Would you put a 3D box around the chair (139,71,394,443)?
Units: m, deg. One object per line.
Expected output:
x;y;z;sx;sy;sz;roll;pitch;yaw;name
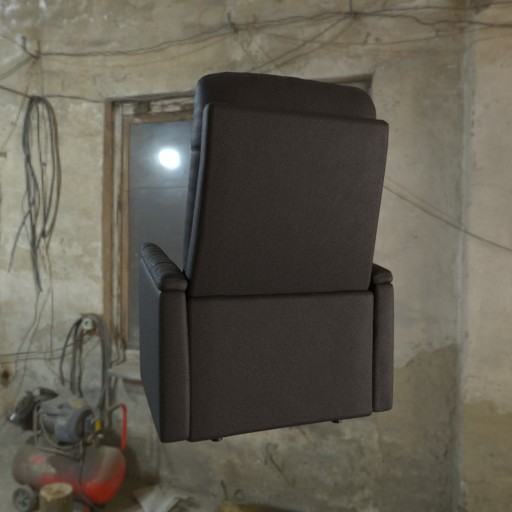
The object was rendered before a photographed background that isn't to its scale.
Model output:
0.000;0.000;1.602;0.775;1.082;0.831;-1;2;-19;chair
